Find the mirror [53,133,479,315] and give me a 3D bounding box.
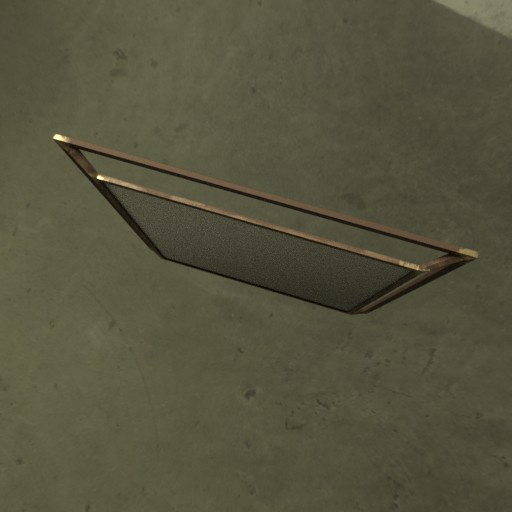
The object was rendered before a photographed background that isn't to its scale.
[{"bbox_3d":[0.000,0.000,0.903,0.610,0.610,0.032,16,76,4],"label":"mirror"}]
